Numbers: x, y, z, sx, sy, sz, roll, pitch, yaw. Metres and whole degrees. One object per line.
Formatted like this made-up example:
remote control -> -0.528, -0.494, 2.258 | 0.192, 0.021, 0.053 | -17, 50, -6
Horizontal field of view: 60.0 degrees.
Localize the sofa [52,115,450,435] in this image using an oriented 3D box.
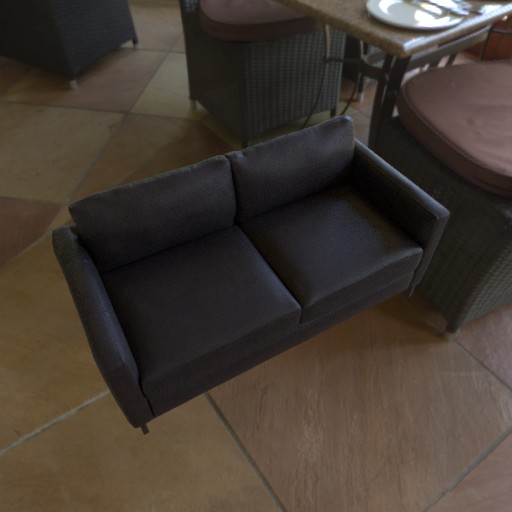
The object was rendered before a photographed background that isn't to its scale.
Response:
sofa -> 0.000, 0.000, 2.315 | 1.805, 0.883, 0.947 | -25, 52, -21
